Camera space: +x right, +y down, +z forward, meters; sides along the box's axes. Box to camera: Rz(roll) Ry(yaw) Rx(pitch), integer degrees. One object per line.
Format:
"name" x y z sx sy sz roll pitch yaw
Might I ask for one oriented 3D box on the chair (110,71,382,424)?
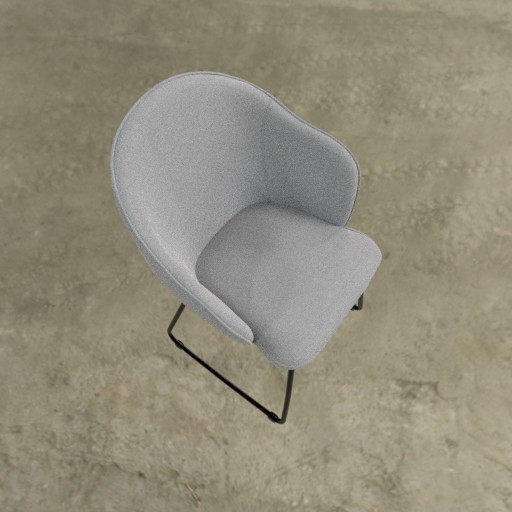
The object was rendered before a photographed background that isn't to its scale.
"chair" 0.000 0.000 1.222 0.592 0.817 0.570 31 63 18
